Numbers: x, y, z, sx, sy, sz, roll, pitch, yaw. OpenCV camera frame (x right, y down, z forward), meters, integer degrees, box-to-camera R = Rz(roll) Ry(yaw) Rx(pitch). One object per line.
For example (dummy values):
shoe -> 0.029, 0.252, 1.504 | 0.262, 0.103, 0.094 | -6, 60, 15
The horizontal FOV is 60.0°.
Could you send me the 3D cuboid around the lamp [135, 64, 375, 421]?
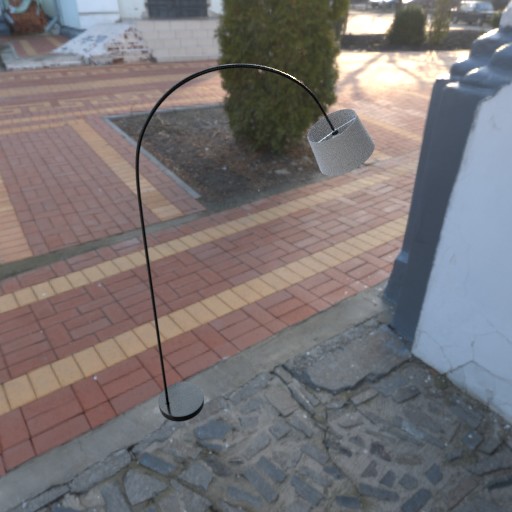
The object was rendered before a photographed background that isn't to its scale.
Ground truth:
lamp -> 0.000, 0.000, 2.617 | 1.363, 2.104, 0.331 | -10, 32, -17
